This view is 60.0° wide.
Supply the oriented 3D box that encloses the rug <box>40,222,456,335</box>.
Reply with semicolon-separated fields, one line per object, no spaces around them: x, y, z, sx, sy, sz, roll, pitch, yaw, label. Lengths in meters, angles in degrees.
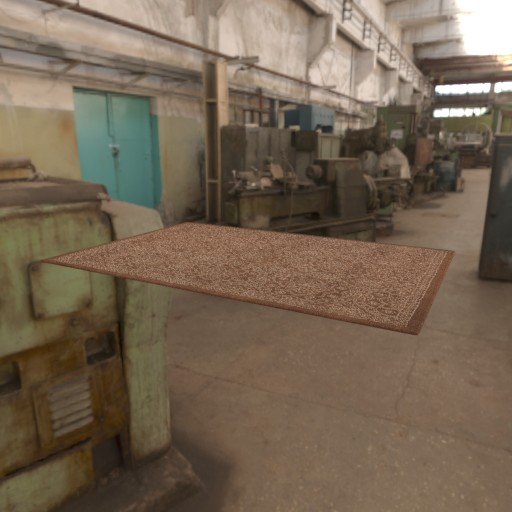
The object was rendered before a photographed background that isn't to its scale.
0.000;0.000;2.334;1.829;0.010;1.219;8;17;28;rug
